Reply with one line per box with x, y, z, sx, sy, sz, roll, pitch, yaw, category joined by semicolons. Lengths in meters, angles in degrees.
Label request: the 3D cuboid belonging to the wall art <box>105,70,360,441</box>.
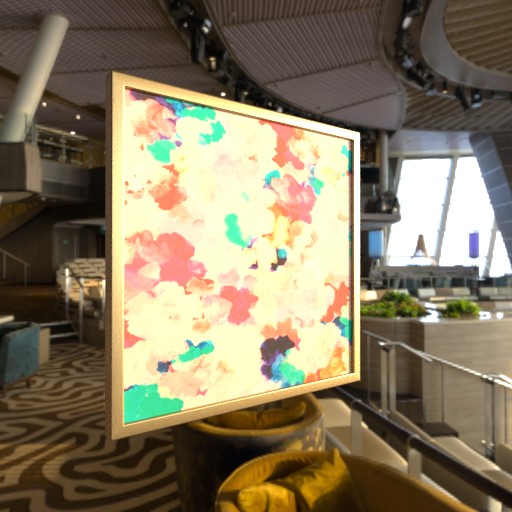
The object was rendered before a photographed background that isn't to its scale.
0.000;0.000;1.153;0.767;0.765;0.036;0;0;-36;wall art
